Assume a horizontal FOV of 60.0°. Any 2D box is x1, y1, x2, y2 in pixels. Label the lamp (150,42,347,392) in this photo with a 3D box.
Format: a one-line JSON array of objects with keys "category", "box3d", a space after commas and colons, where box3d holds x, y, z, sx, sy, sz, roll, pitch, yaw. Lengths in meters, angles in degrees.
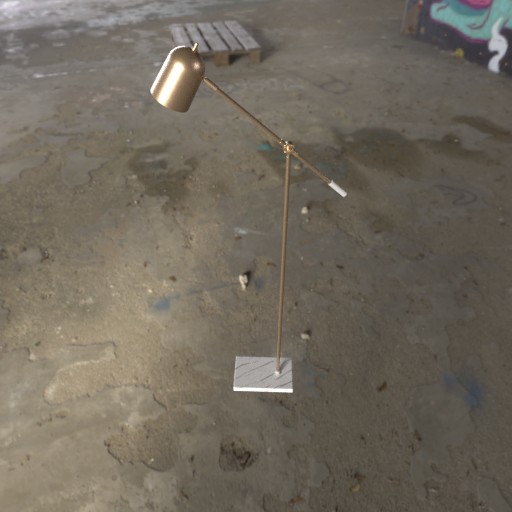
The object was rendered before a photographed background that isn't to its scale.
[{"category": "lamp", "box3d": [0.000, 0.000, 1.788, 0.653, 1.594, 0.194, 1, 39, 2]}]
